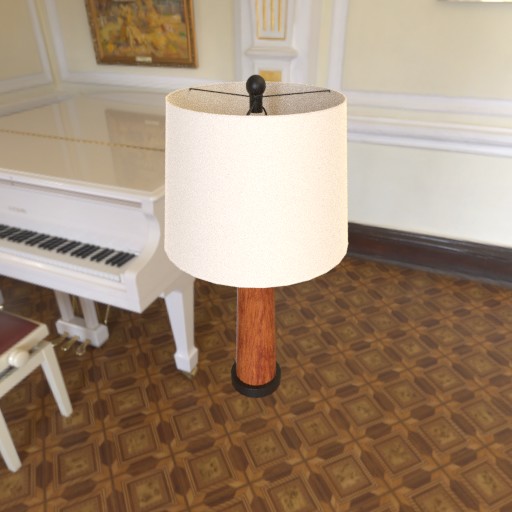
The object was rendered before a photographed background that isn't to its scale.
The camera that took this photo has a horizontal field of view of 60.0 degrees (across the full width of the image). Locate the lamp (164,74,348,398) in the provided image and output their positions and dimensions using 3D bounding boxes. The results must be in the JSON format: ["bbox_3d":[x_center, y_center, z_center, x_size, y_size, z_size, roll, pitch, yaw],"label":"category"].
[{"bbox_3d":[0.000,0.000,0.873,0.349,0.667,0.349,0,30,0],"label":"lamp"}]
